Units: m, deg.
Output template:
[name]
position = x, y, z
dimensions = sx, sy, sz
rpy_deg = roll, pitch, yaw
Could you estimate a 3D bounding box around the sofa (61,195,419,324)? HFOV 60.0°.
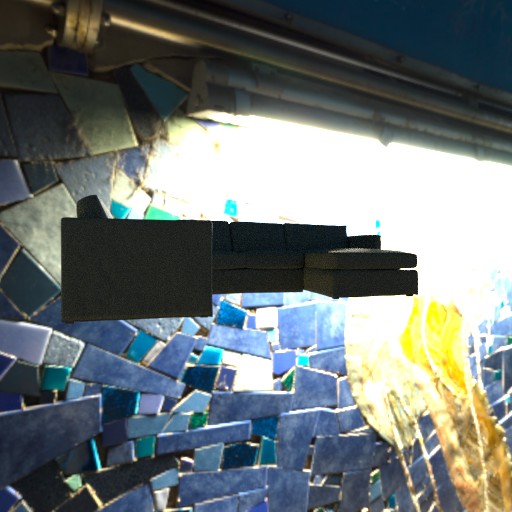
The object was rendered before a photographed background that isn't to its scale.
[sofa]
position = 0.000, 0.000, 4.546
dimensions = 3.460, 0.882, 2.427
rpy_deg = 0, 0, -18
